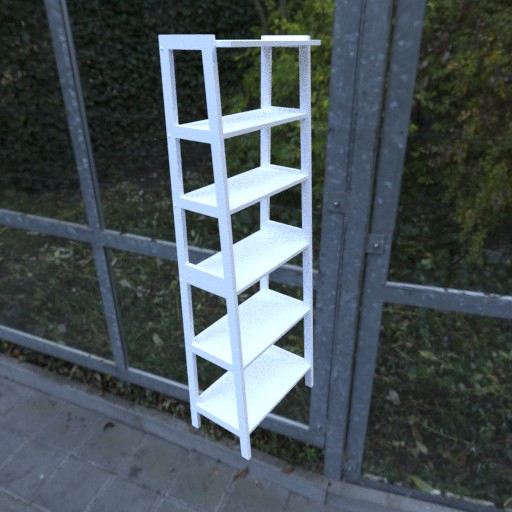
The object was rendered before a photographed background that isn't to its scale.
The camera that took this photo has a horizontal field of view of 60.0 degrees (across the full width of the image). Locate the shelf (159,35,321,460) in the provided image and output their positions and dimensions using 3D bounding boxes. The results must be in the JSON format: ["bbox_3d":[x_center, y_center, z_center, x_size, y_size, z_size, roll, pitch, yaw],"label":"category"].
[{"bbox_3d":[0.000,0.000,2.123,0.381,1.892,0.660,18,31,32],"label":"shelf"}]
